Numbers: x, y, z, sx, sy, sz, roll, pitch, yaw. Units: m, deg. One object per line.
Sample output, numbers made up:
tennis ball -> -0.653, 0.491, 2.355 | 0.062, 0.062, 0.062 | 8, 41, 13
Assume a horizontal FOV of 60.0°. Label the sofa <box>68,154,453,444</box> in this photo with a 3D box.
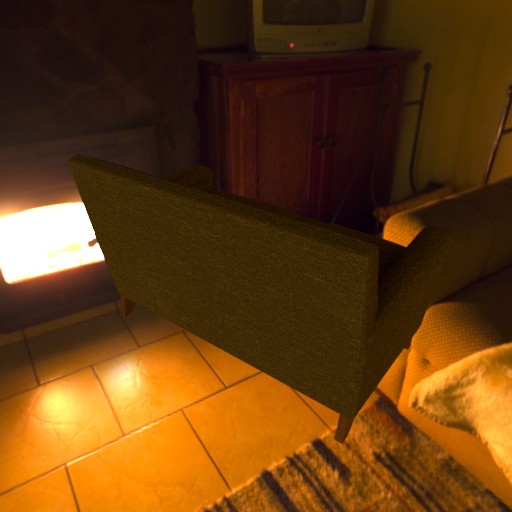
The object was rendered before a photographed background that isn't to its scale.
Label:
sofa -> 0.000, 0.000, 2.085 | 1.509, 0.905, 0.867 | 21, 36, 32
